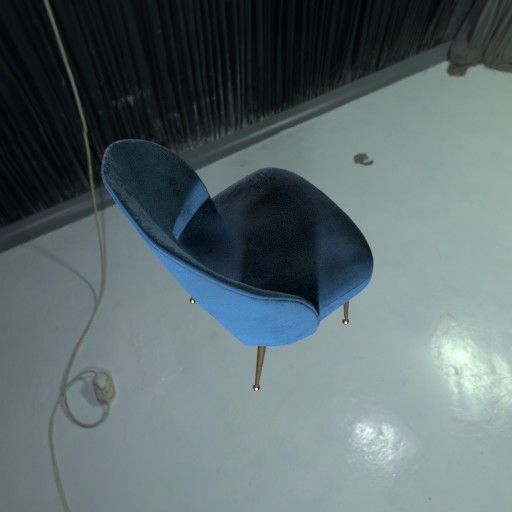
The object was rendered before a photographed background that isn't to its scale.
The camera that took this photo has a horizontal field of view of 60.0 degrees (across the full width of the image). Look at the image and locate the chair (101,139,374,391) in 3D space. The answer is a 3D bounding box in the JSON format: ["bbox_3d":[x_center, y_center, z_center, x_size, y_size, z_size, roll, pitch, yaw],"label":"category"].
[{"bbox_3d":[0.000,0.000,1.221,0.577,0.860,0.527,-32,63,-18],"label":"chair"}]
